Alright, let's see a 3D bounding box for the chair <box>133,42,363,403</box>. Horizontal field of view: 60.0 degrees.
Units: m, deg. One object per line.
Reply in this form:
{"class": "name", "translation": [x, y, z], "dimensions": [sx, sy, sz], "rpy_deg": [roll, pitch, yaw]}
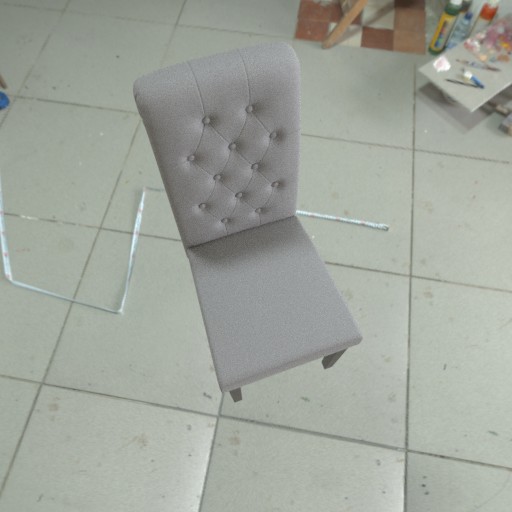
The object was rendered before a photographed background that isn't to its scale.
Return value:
{"class": "chair", "translation": [0.000, 0.000, 1.376], "dimensions": [0.456, 1.006, 0.671], "rpy_deg": [-18, 65, -8]}
